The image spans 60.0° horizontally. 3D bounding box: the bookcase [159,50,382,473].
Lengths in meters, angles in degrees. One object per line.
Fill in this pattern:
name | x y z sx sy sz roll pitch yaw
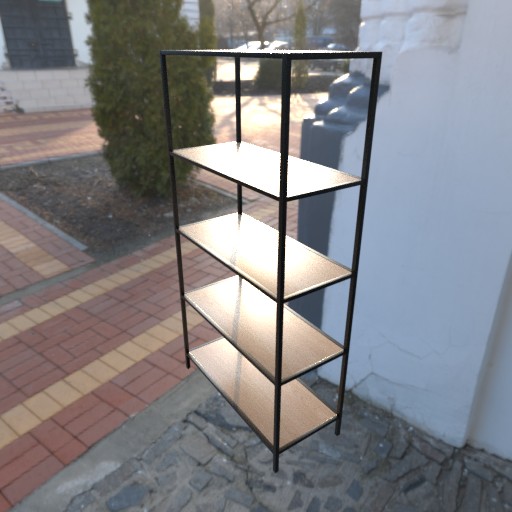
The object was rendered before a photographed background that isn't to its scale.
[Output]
bookcase | 0.000 0.000 1.786 0.350 1.500 0.770 -17 30 -31
